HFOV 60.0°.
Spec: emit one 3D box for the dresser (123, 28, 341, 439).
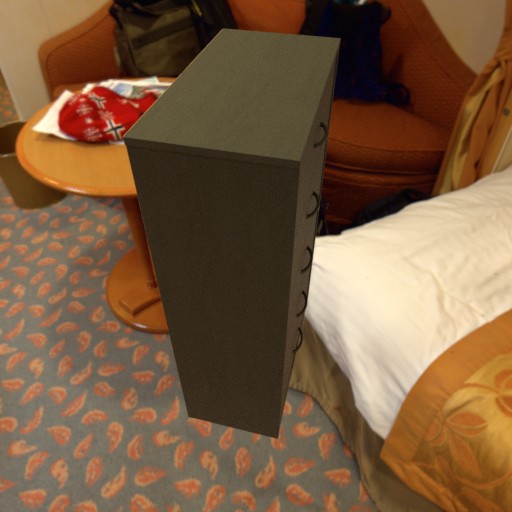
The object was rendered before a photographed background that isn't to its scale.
[{"bbox_3d":[0.000,0.000,1.563,0.399,1.255,0.704,10,45,10],"label":"dresser"}]
